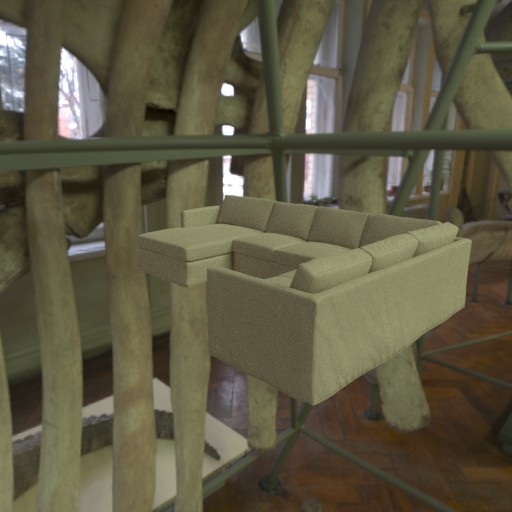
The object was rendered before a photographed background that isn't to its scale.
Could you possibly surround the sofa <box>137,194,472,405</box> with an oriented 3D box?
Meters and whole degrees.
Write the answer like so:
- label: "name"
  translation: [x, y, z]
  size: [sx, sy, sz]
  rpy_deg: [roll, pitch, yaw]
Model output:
- label: "sofa"
  translation: [0.000, 0.000, 4.656]
  size: [2.476, 0.878, 3.528]
  rpy_deg: [-14, 20, -43]
